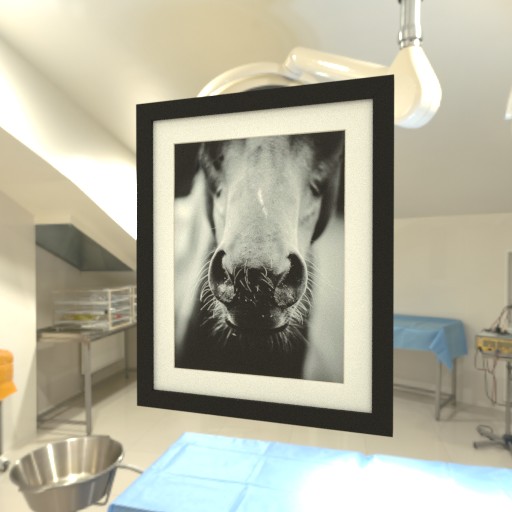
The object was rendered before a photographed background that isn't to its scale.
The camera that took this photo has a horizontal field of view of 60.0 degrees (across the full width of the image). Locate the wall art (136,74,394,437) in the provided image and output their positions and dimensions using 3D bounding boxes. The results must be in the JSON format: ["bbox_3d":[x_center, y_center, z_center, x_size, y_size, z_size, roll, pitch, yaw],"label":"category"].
[{"bbox_3d":[0.000,0.000,0.555,0.329,0.404,0.024,0,1,18],"label":"wall art"}]
